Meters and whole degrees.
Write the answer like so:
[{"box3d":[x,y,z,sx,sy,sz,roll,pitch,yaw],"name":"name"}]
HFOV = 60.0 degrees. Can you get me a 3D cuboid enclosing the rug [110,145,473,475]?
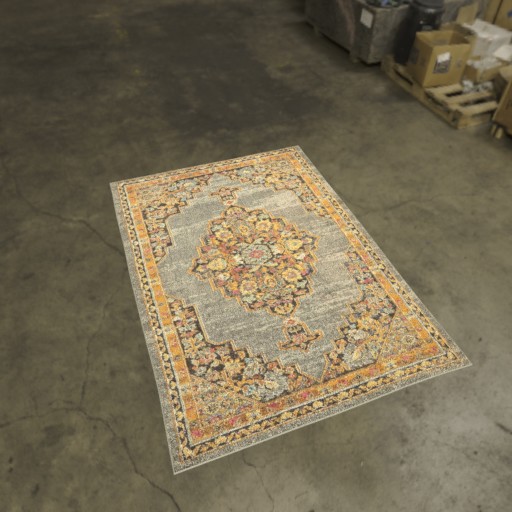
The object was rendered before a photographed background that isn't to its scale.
[{"box3d":[0.000,0.000,3.883,2.158,0.024,3.063,-15,47,-14],"name":"rug"}]
